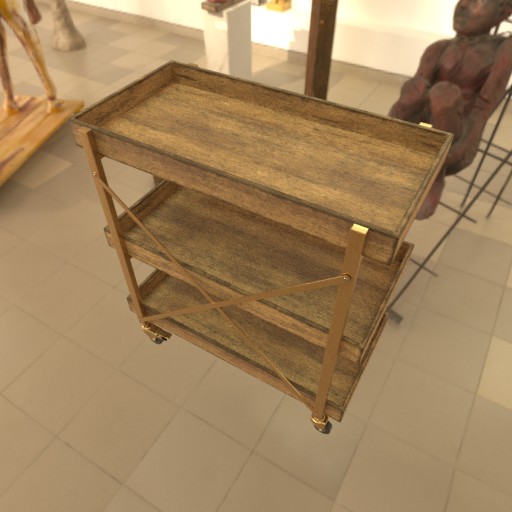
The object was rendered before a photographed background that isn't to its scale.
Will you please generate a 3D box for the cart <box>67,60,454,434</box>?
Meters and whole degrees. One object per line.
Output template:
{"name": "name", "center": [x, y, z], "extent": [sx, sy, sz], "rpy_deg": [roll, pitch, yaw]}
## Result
{"name": "cart", "center": [0.000, 0.000, 1.239], "extent": [0.750, 0.799, 0.416], "rpy_deg": [23, 50, 21]}
